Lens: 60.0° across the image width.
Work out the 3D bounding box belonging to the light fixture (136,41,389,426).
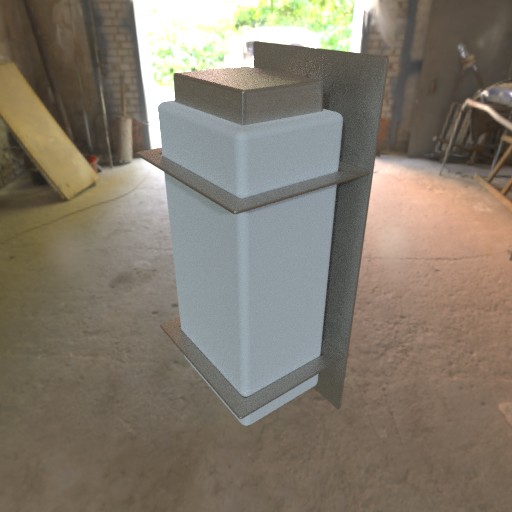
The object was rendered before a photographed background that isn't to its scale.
[{"bbox_3d":[0.000,0.000,0.453,0.160,0.380,0.168,-20,36,-31],"label":"light fixture"}]
